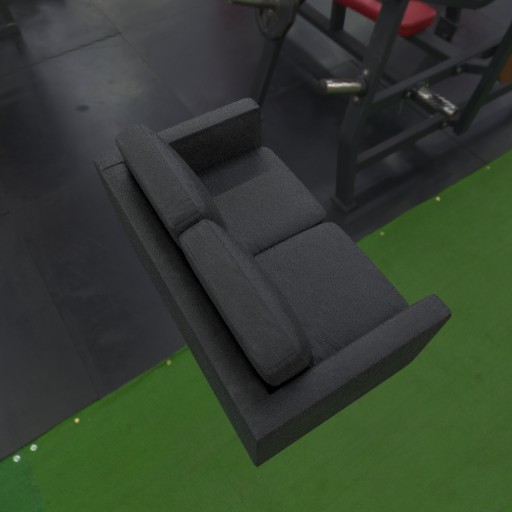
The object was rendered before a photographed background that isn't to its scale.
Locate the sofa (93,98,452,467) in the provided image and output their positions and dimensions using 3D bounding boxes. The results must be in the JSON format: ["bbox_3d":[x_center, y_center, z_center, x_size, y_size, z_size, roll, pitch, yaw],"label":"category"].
[{"bbox_3d":[0.000,0.000,2.008,0.879,0.899,1.430,-27,61,-16],"label":"sofa"}]
